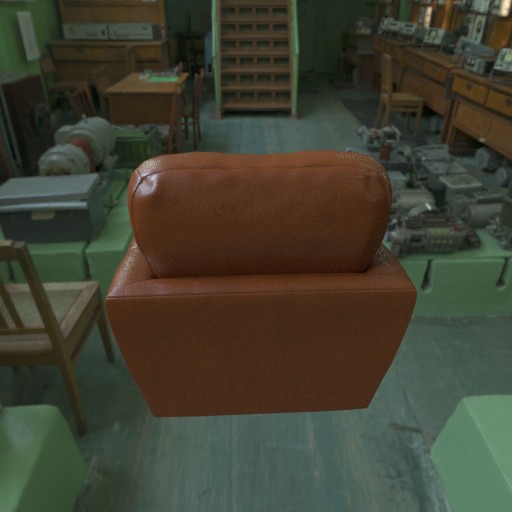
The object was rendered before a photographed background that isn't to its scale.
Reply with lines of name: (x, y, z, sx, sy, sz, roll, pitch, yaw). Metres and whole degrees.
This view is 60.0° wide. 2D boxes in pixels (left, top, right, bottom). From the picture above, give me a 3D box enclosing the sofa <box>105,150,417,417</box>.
sofa: (0.000, 0.000, 1.535, 0.836, 0.876, 0.789, -1, 31, -2)
